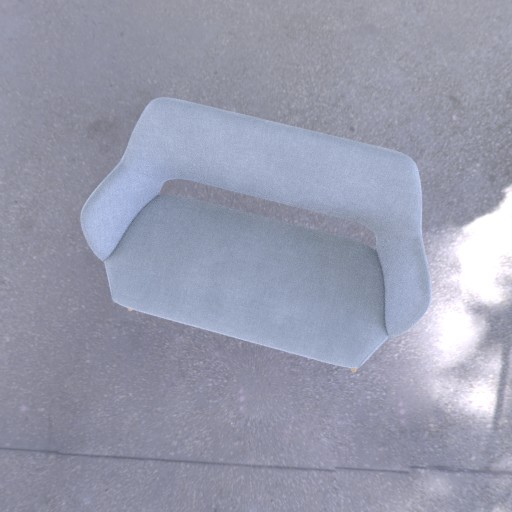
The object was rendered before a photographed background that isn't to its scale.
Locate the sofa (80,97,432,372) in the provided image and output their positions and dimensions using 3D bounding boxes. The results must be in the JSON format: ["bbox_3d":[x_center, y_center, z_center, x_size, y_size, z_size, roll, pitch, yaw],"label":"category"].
[{"bbox_3d":[0.000,0.000,1.624,1.150,0.840,0.610,15,75,4],"label":"sofa"}]
